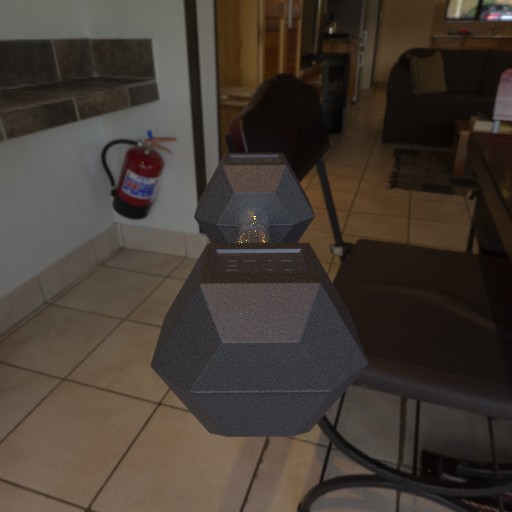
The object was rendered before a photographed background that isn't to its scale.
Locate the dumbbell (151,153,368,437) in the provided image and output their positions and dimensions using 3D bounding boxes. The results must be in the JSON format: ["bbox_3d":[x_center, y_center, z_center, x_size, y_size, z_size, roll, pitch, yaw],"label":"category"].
[{"bbox_3d":[0.000,0.000,0.320,0.106,0.092,0.272,0,27,-1],"label":"dumbbell"}]
